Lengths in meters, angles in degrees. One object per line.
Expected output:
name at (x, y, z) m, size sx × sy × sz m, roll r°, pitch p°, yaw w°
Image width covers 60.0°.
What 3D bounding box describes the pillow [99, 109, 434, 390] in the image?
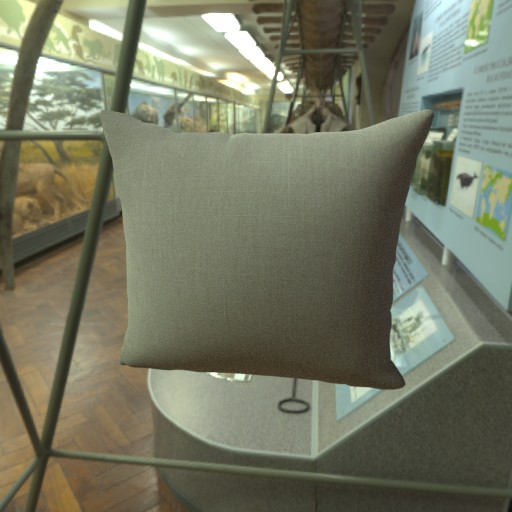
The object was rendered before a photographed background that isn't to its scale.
pillow at (0.000, 0.000, 0.772) m, size 0.546 × 0.487 × 0.180 m, roll 2°, pitch 17°, yaw 7°
